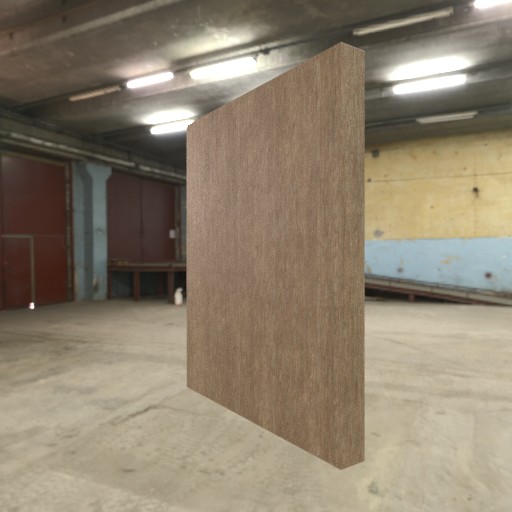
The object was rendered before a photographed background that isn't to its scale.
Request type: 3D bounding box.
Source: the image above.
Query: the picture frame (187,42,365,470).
[{"bbox_3d":[0.000,0.000,0.731,0.043,0.526,0.424,0,0,-35],"label":"picture frame"}]
